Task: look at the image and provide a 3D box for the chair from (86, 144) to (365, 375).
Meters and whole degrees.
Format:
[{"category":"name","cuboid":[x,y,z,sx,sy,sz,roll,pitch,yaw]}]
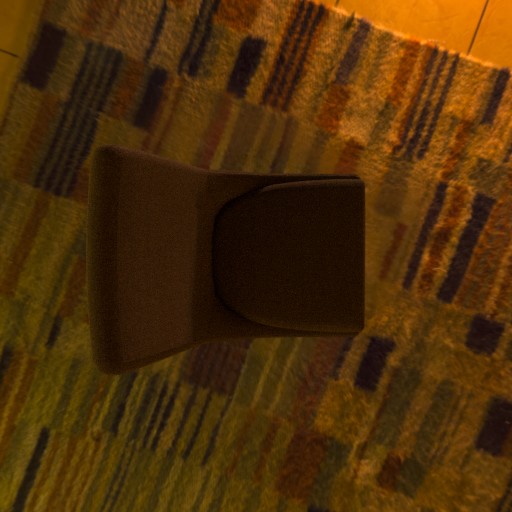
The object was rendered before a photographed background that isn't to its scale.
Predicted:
[{"category":"chair","cuboid":[0.000,0.000,1.317,0.655,0.952,0.508,0,91,0]}]
